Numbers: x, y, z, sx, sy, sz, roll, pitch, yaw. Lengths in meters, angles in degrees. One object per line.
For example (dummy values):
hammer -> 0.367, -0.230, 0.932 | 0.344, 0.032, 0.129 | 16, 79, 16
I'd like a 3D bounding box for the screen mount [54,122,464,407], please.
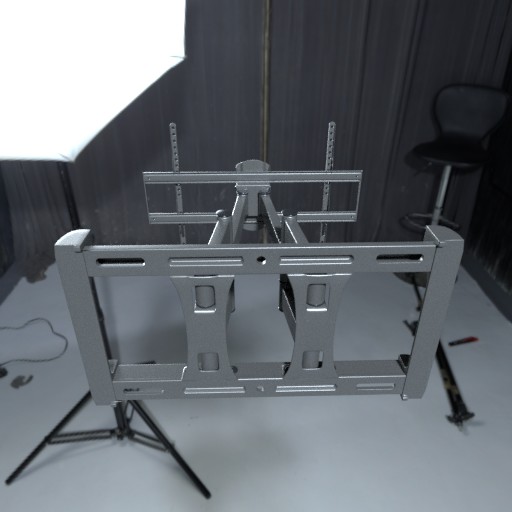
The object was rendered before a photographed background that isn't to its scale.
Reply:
screen mount -> 0.000, 0.000, 1.083 | 0.661, 0.491, 0.644 | -1, 30, -1
